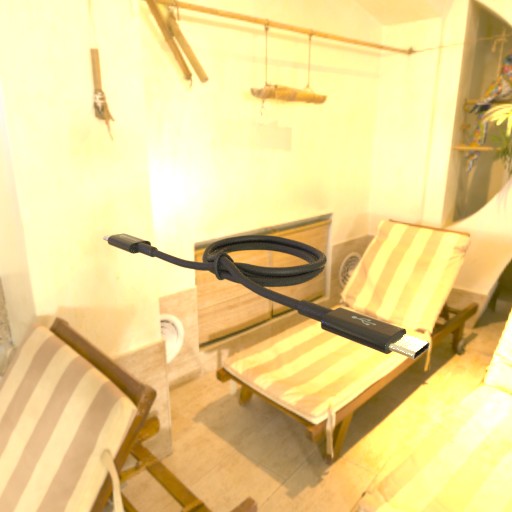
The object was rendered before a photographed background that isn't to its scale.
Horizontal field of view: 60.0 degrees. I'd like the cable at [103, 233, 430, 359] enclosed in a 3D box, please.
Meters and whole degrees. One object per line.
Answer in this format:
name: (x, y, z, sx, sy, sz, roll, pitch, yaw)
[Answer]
cable: (0.000, 0.000, 0.226, 0.203, 0.014, 0.070, 16, 23, 42)
